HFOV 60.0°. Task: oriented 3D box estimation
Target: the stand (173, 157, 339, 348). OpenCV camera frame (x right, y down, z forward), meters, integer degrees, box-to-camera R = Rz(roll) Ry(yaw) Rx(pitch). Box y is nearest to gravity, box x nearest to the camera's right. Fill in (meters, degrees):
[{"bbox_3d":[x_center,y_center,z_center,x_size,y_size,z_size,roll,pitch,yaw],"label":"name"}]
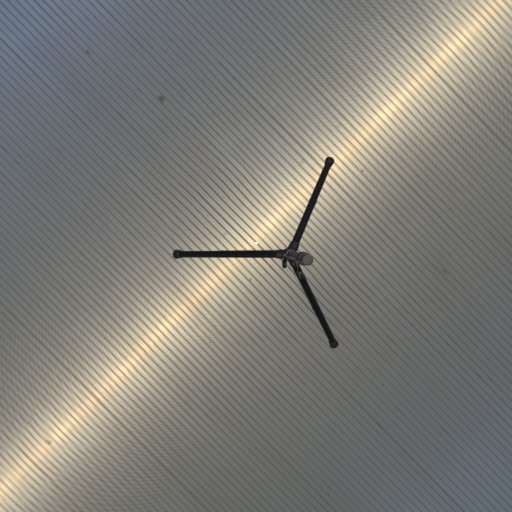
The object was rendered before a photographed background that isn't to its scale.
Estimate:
[{"bbox_3d":[0.000,0.000,1.882,0.907,1.136,1.045,0,92,0],"label":"stand"}]
